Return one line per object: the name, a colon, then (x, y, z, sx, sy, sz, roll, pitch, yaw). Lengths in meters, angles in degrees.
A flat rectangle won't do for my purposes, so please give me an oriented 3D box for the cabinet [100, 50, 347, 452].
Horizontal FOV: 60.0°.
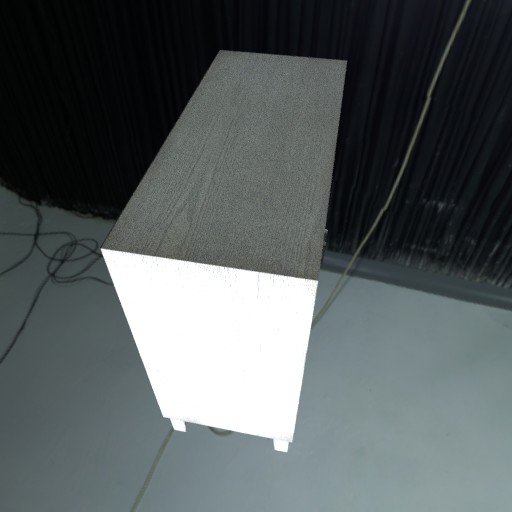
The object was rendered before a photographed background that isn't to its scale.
cabinet: (0.000, 0.000, 1.240, 0.370, 0.787, 0.781, 8, 48, 8)
